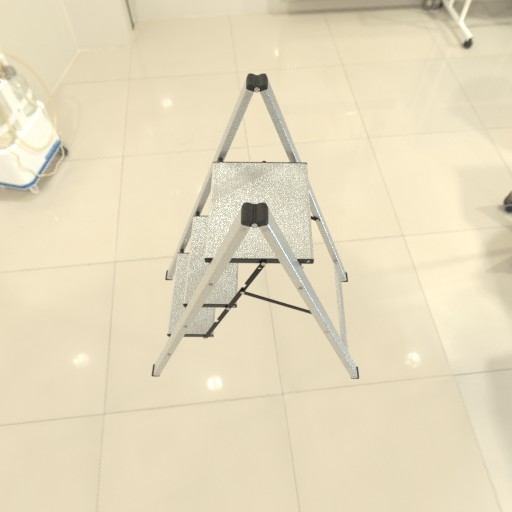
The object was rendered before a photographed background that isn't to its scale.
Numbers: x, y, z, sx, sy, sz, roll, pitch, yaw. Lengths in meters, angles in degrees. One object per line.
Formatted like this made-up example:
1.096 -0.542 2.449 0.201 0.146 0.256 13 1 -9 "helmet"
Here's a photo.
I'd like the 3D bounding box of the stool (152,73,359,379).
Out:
0.000 0.000 1.297 0.730 0.902 0.441 1 57 0 "stool"
